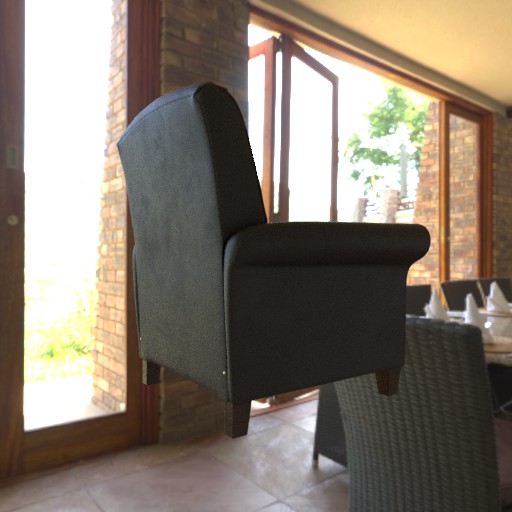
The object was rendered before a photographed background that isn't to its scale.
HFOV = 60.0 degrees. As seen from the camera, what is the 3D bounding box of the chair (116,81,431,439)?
[{"bbox_3d":[0.000,0.000,1.760,0.902,1.061,0.978,0,-1,-35],"label":"chair"}]
